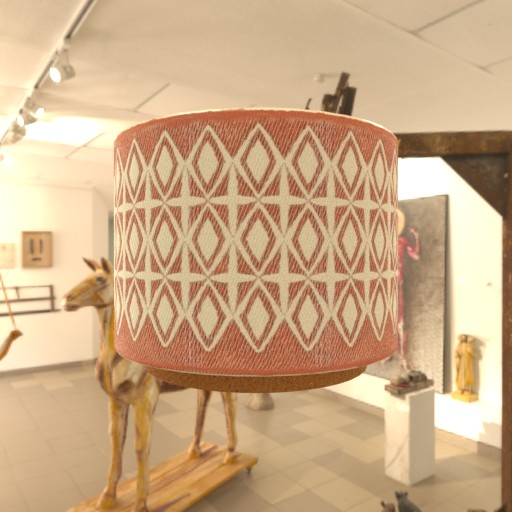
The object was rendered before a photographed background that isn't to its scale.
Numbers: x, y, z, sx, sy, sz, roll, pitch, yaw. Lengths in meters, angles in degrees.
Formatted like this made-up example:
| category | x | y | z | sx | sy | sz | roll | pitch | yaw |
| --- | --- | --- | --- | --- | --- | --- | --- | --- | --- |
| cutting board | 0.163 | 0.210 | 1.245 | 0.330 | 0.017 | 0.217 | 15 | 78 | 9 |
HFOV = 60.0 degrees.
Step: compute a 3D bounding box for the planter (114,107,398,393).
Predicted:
| category | x | y | z | sx | sy | sz | roll | pitch | yaw |
| --- | --- | --- | --- | --- | --- | --- | --- | --- | --- |
| planter | 0.000 | 0.000 | 0.314 | 0.192 | 0.148 | 0.192 | 0 | 0 | 0 |
